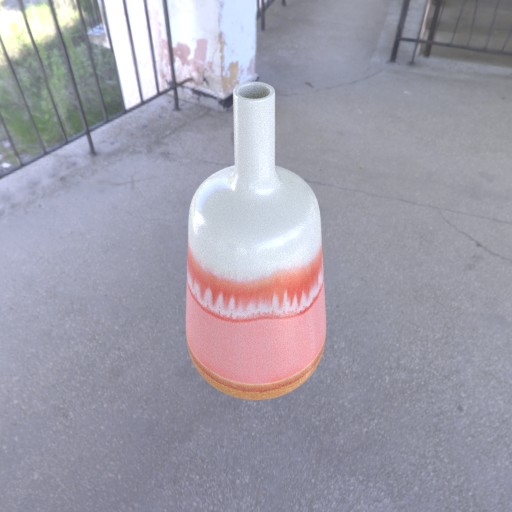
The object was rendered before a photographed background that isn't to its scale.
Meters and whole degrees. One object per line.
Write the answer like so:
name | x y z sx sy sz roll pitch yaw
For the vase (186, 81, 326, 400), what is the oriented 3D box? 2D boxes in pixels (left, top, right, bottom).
vase | 0.000 0.000 0.383 0.144 0.296 0.144 0 46 0
